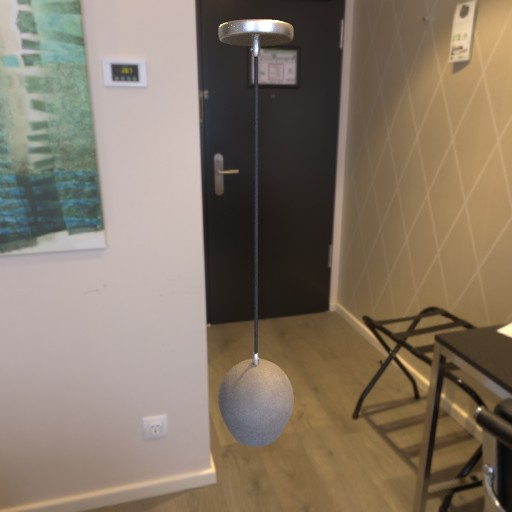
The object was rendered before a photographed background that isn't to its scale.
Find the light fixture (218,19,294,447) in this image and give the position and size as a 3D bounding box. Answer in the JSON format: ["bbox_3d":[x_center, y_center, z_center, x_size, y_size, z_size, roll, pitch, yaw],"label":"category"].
[{"bbox_3d":[0.000,0.000,0.816,0.153,0.760,0.153,16,23,42],"label":"light fixture"}]
